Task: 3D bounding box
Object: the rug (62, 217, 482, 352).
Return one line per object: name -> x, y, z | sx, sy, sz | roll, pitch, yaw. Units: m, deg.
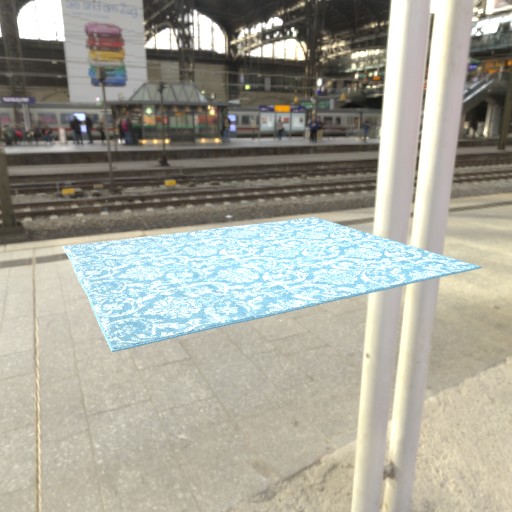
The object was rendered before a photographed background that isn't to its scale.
rug -> 0.000, 0.000, 3.973 | 2.980, 0.012, 2.363 | -9, 19, -27
